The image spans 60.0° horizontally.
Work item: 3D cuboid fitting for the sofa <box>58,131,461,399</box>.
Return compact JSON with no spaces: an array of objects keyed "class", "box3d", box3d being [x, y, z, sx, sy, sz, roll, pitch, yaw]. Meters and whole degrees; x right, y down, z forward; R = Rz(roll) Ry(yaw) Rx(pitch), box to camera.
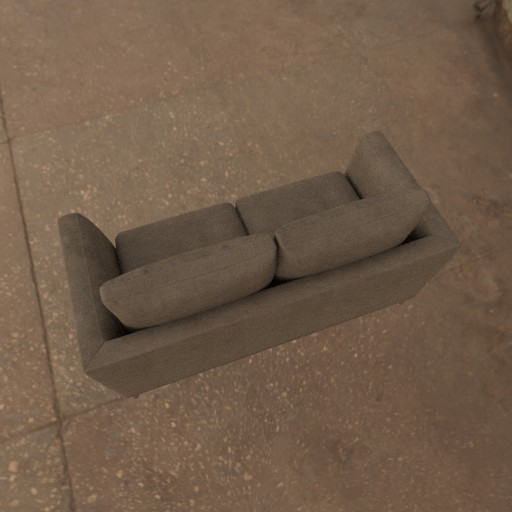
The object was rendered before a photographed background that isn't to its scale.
[{"class":"sofa","box3d":[0.000,0.000,2.381,1.832,1.013,0.855,-17,60,-10]}]
